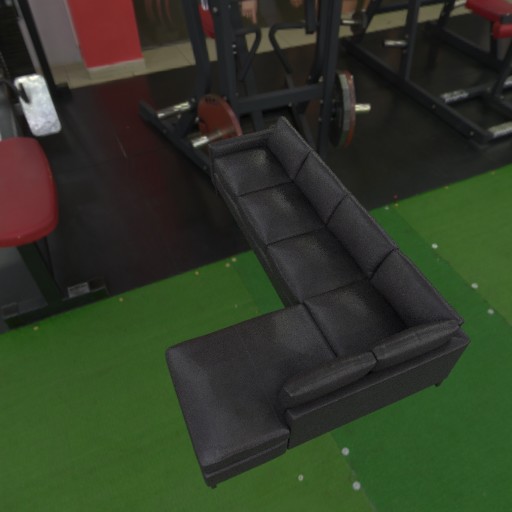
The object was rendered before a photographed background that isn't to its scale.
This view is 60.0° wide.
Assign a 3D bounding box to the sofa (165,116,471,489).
[{"bbox_3d":[0.000,0.000,3.779,1.938,0.877,2.984,-17,50,-15],"label":"sofa"}]
